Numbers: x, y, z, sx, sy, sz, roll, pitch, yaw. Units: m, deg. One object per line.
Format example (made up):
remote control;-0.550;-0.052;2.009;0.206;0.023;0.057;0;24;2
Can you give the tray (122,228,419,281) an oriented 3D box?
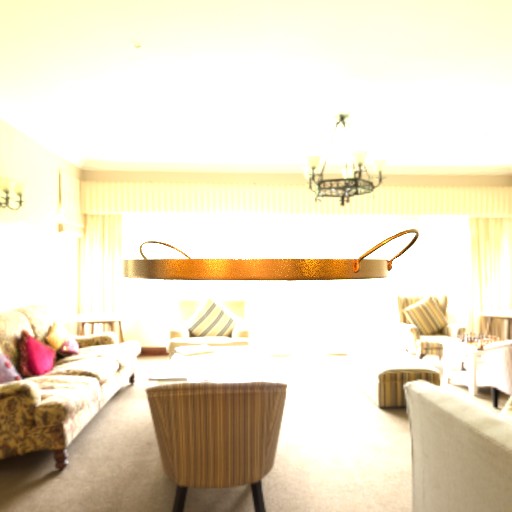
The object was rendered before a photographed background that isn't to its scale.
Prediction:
tray;0.000;0.000;0.759;0.543;0.069;0.438;-1;-1;37
